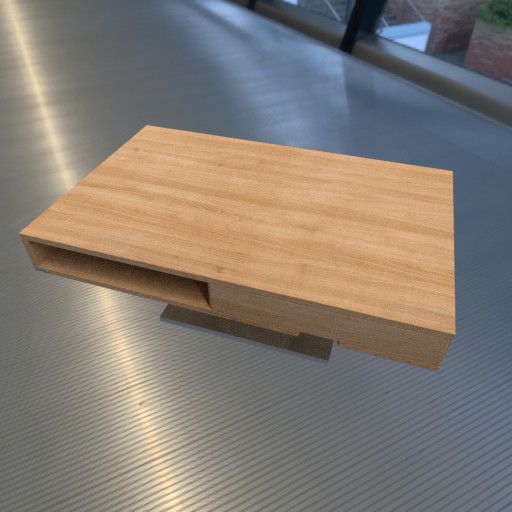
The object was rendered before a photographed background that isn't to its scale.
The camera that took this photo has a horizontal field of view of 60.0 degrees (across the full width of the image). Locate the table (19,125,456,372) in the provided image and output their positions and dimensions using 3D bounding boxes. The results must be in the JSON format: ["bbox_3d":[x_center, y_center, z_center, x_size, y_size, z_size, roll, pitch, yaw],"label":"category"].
[{"bbox_3d":[0.000,0.000,1.444,1.100,0.440,0.700,12,42,14],"label":"table"}]
